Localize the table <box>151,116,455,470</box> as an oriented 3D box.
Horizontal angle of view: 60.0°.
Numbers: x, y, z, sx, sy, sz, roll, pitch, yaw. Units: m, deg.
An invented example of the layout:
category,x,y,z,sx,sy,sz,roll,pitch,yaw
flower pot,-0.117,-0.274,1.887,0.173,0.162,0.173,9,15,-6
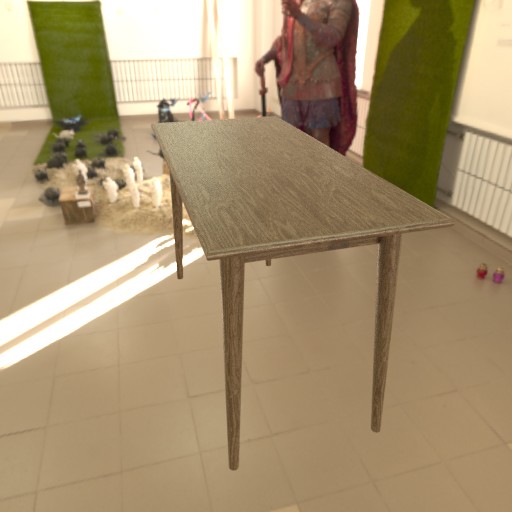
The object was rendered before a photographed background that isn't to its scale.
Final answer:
category,x,y,z,sx,sy,sz,roll,pitch,yaw
table,0.000,0.000,1.707,0.599,0.780,1.300,-8,29,-15
